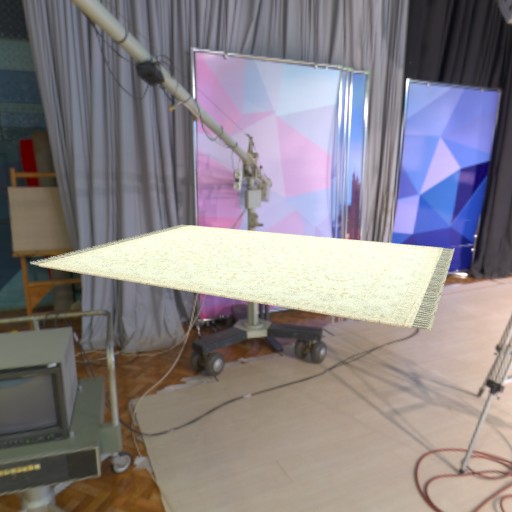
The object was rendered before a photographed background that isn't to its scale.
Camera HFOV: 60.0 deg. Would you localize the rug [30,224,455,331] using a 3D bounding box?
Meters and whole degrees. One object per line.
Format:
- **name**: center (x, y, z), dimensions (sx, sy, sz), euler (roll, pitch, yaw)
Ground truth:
- **rug**: center (0.000, 0.000, 2.231), dimensions (1.771, 0.015, 1.223), euler (7, 15, 26)
